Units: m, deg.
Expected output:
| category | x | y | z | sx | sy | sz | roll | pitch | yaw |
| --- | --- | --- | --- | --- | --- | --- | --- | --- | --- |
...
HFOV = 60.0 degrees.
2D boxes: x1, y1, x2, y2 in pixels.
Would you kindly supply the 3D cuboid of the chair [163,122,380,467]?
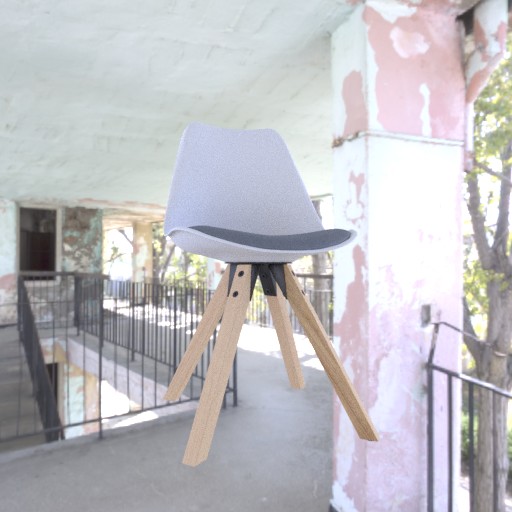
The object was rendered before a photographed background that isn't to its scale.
| category | x | y | z | sx | sy | sz | roll | pitch | yaw |
| --- | --- | --- | --- | --- | --- | --- | --- | --- | --- |
| chair | 0.000 | 0.000 | 1.193 | 0.485 | 0.850 | 0.550 | 0 | -1 | -17 |
